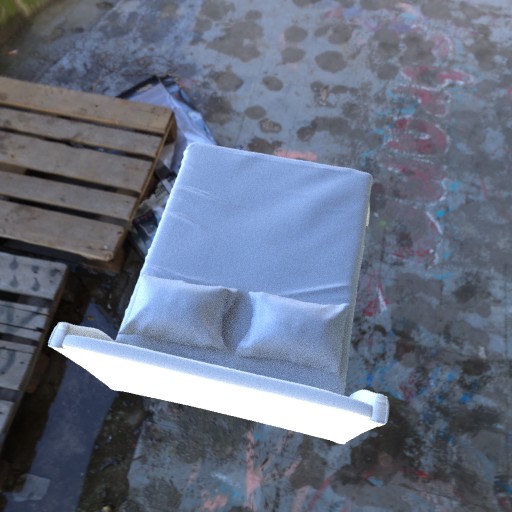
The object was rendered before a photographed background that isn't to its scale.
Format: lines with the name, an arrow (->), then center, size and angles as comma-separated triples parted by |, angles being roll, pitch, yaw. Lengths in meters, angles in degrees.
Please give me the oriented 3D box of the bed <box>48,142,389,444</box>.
bed -> 0.000, 0.000, 3.456 | 1.925, 1.332, 2.276 | 11, 64, 6
